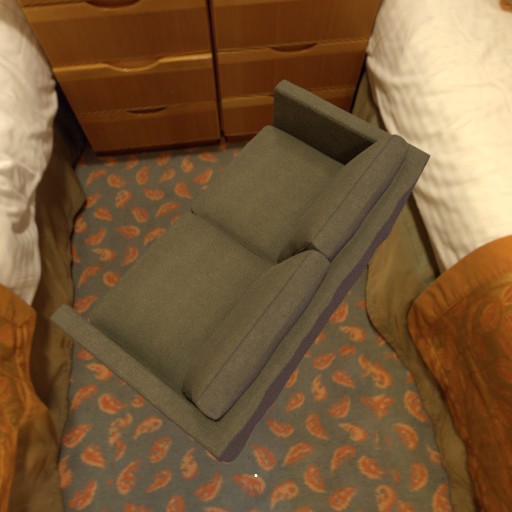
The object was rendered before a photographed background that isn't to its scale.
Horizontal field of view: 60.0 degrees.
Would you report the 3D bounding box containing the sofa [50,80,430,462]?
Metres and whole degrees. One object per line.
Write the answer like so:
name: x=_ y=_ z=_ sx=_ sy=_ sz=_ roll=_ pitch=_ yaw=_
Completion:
sofa: x=0.000 y=0.000 z=2.349 sx=0.974 sy=0.854 sz=1.802 roll=33 pitch=68 yaw=15
